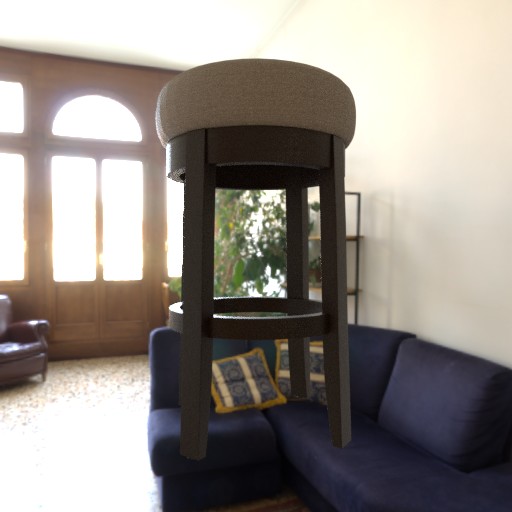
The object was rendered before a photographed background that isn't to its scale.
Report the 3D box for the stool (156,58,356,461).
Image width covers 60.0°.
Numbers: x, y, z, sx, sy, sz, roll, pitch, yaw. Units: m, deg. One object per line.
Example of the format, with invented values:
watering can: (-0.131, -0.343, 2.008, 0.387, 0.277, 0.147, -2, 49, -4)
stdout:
stool: (0.000, 0.000, 1.007, 0.443, 0.757, 0.443, 0, 1, 0)
